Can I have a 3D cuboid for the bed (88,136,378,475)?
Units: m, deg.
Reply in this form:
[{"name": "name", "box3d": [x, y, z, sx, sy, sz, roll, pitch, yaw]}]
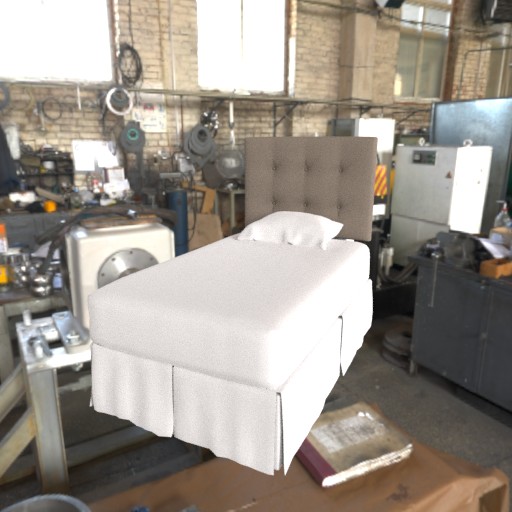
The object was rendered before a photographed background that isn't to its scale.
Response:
[{"name": "bed", "box3d": [0.000, 0.000, 2.998, 1.261, 1.571, 1.997, 7, 16, 25]}]
